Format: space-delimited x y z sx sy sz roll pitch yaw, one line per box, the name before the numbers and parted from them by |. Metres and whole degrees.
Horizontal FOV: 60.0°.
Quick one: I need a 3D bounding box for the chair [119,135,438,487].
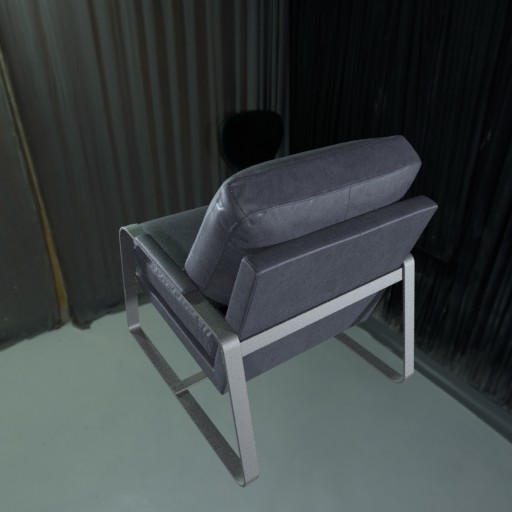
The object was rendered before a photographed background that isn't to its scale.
chair | 0.000 0.000 1.461 0.692 0.839 0.878 -20 35 -30
